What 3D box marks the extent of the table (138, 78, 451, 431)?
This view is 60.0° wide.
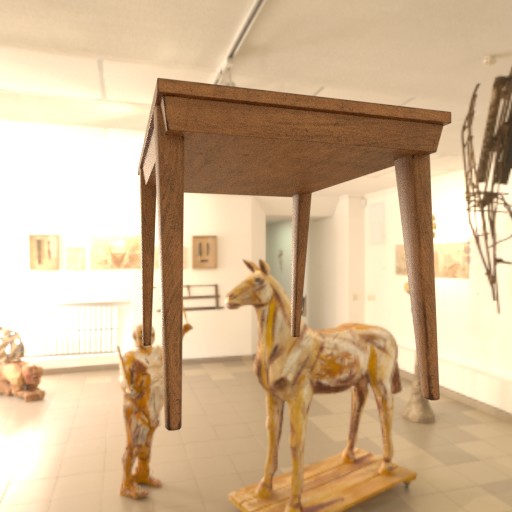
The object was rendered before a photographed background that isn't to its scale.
[{"bbox_3d":[0.000,0.000,1.544,0.757,0.760,1.027,0,0,-17],"label":"table"}]
